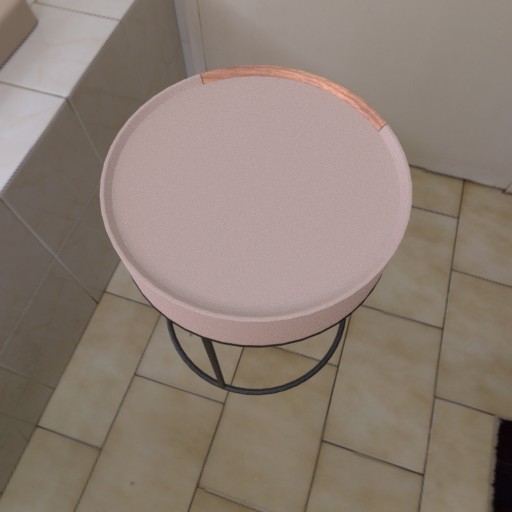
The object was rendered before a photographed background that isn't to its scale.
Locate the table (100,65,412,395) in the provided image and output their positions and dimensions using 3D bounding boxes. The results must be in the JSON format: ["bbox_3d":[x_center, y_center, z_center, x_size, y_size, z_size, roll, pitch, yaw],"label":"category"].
[{"bbox_3d":[0.000,0.000,0.877,0.450,0.530,0.450,0,63,0],"label":"table"}]
